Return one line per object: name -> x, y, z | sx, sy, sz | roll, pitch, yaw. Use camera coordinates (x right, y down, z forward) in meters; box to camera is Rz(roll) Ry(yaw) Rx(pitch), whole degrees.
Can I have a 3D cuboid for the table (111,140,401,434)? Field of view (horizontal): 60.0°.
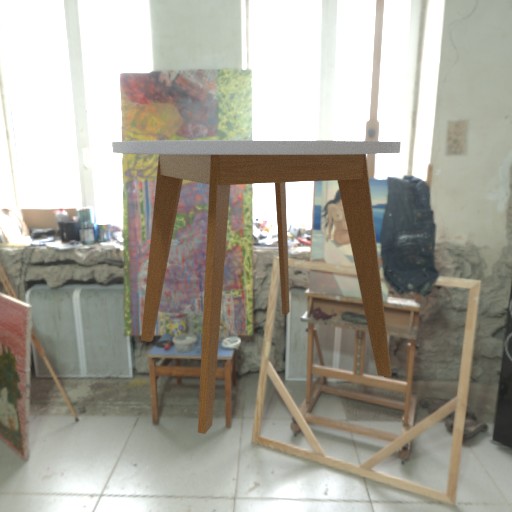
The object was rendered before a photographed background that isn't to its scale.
table -> 0.000, 0.000, 1.531 | 0.896, 0.762, 0.896 | 0, 14, 0
